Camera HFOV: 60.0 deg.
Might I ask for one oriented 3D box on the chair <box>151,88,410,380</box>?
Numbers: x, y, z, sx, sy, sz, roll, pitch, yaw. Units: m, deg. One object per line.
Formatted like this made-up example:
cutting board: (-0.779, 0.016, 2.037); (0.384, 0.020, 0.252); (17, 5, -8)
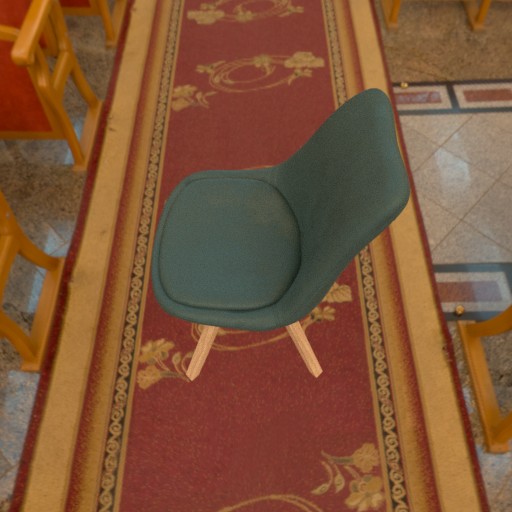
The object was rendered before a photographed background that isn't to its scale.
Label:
chair: (0.000, 0.000, 1.196); (0.547, 0.865, 0.483); (0, 59, 0)
